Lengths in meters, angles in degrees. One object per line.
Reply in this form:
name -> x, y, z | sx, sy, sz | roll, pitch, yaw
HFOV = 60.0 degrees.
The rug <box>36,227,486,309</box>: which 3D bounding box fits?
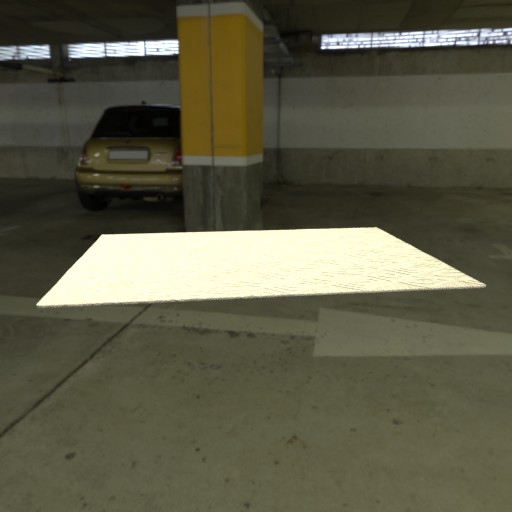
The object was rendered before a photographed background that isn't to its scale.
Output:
rug -> 0.000, 0.000, 2.357 | 1.832, 0.016, 1.224 | -2, 16, -7
